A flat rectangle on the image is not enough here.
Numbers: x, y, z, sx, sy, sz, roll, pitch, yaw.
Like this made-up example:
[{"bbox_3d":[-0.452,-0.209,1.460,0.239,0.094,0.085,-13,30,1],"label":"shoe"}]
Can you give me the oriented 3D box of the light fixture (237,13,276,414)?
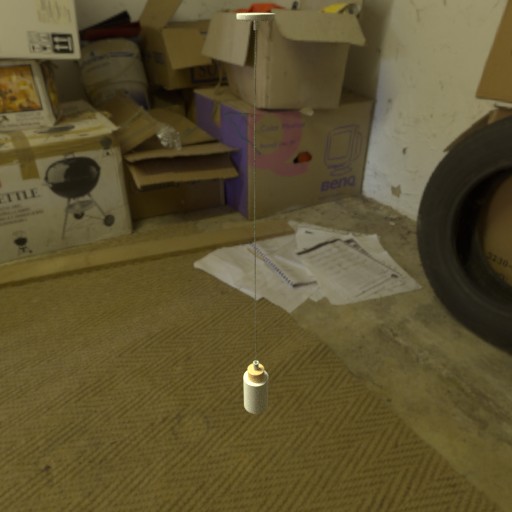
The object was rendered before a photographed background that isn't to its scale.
[{"bbox_3d":[0.000,0.000,1.873,0.125,1.798,0.125,22,37,33],"label":"light fixture"}]
